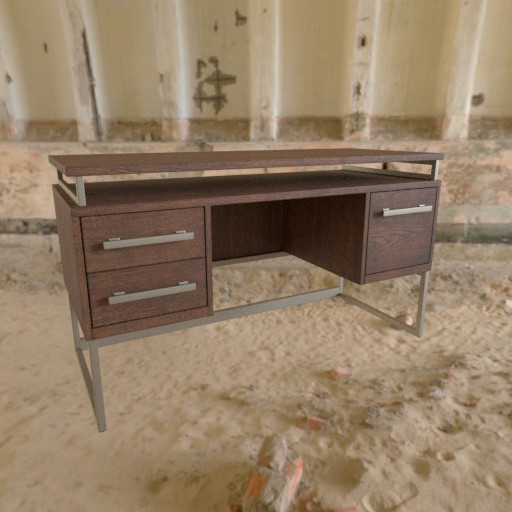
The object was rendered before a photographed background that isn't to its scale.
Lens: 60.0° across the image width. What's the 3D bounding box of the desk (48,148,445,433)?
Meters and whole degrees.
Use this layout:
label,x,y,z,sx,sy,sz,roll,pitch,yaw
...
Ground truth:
label,x,y,z,sx,sy,sz,roll,pitch,yaw
desk,0.000,0.000,1.772,1.384,0.792,0.610,-8,18,-27
